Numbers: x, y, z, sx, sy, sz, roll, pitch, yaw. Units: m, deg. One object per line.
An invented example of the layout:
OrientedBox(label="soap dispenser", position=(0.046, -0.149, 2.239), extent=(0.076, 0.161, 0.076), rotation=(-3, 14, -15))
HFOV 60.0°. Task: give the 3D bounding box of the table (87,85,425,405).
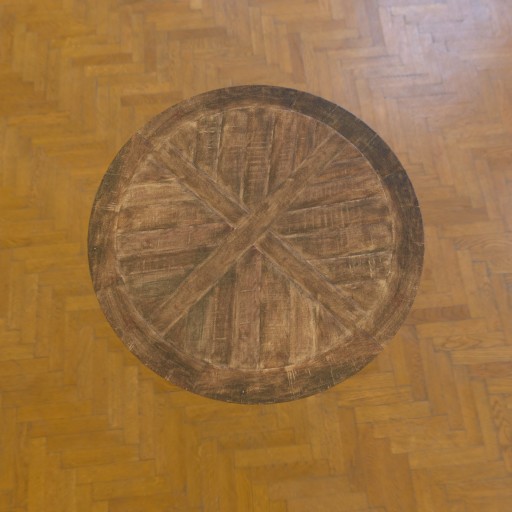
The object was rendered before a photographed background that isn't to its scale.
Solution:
OrientedBox(label="table", position=(0.000, 0.000, 2.032), extent=(1.264, 0.762, 1.264), rotation=(0, 74, 0))
